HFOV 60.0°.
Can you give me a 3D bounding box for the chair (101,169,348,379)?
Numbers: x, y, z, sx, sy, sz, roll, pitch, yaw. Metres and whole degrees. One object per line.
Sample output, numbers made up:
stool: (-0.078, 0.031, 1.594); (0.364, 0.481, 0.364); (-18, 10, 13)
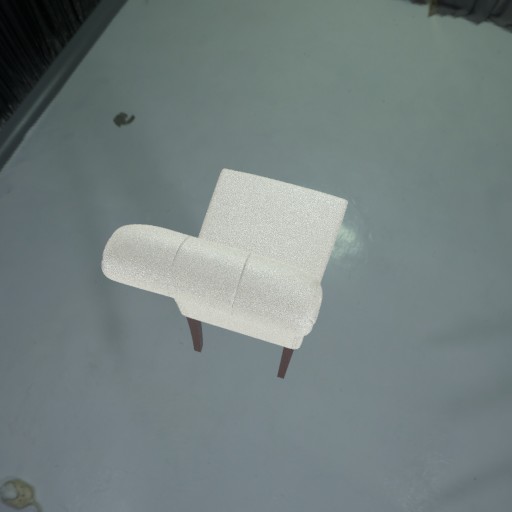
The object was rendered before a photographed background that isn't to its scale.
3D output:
chair: (0.000, 0.000, 1.339); (0.456, 1.006, 0.671); (16, 65, 8)
